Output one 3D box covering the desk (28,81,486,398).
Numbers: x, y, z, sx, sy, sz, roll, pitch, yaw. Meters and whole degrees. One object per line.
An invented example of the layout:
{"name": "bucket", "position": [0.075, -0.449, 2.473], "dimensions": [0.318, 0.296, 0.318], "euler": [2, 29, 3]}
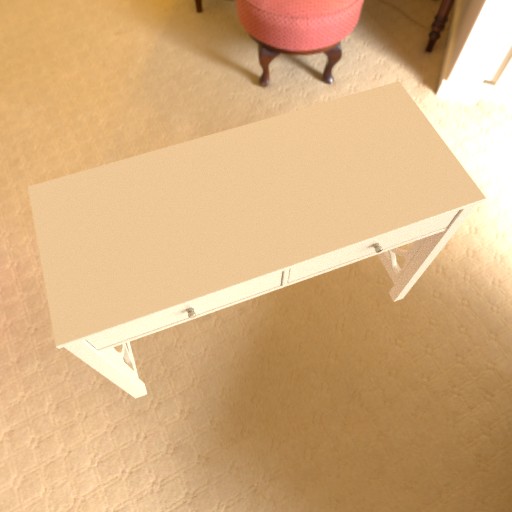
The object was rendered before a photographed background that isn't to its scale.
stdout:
{"name": "desk", "position": [0.000, 0.000, 1.579], "dimensions": [1.191, 0.762, 0.504], "euler": [-19, 64, -9]}
